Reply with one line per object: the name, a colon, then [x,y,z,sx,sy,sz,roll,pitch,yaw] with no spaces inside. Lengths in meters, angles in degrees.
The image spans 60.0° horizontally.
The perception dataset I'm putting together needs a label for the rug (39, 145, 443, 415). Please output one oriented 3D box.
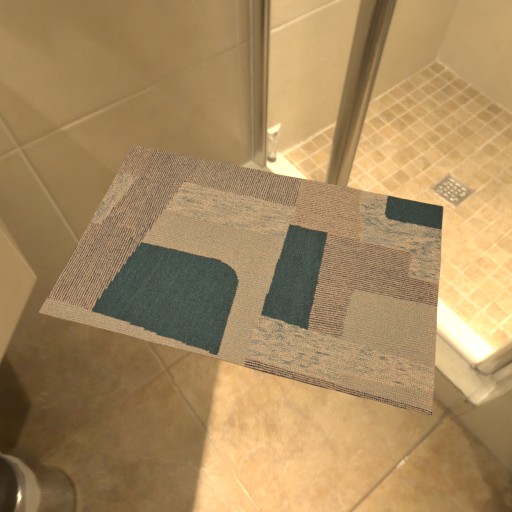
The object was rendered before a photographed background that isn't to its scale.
rug: [0.000,0.000,3.016,2.436,0.015,1.521,13,59,8]
